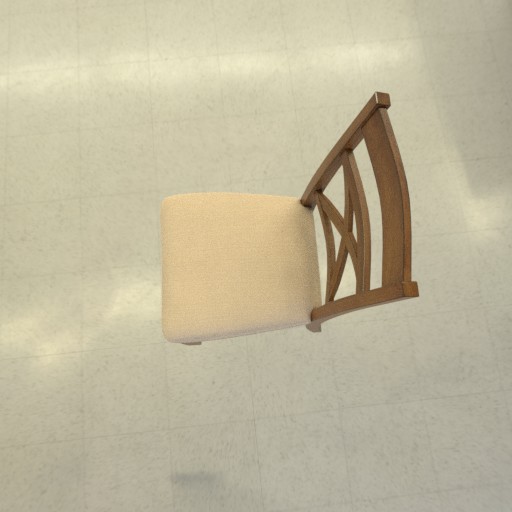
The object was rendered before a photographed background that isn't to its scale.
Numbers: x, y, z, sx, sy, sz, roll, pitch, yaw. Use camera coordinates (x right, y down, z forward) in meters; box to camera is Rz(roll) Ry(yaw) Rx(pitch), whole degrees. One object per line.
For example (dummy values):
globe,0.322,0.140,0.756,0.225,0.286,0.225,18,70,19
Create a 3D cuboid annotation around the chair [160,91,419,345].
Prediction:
chair,0.000,0.000,1.282,0.581,0.949,0.461,-3,76,-1
